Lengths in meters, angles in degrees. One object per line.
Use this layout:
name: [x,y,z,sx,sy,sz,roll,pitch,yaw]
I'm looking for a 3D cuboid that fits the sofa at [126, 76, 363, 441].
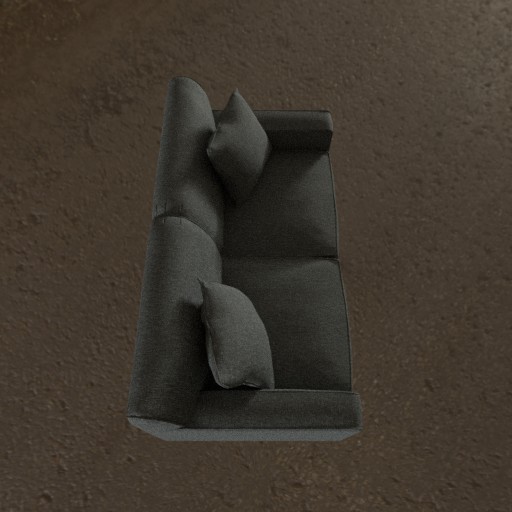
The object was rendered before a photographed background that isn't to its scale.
sofa: [0.000,0.000,2.443,0.998,0.958,1.846,0,63,0]
